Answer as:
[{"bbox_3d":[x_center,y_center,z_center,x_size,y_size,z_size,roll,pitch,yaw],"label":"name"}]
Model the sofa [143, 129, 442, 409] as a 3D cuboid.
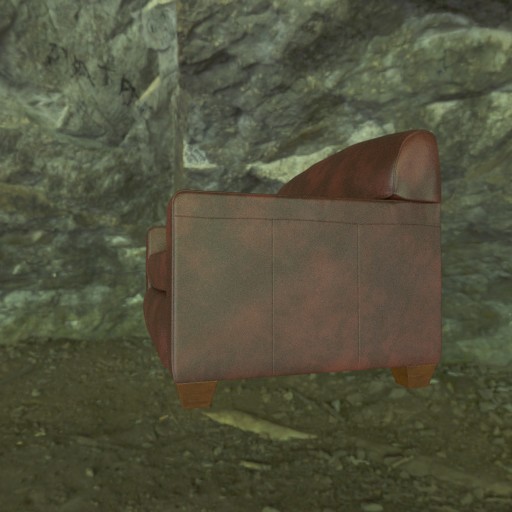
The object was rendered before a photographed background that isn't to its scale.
[{"bbox_3d":[0.000,0.000,2.079,1.000,0.956,1.413,0,-2,-17],"label":"sofa"}]
